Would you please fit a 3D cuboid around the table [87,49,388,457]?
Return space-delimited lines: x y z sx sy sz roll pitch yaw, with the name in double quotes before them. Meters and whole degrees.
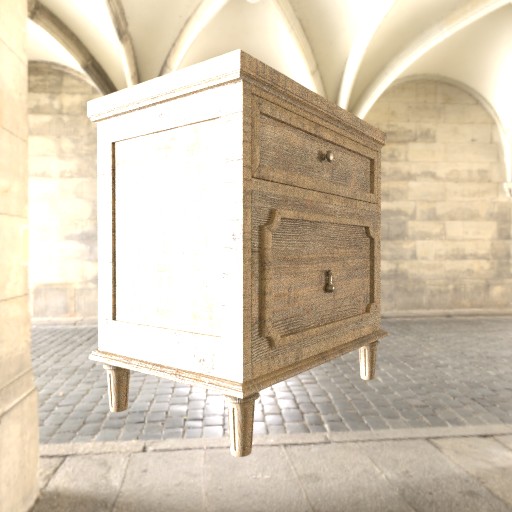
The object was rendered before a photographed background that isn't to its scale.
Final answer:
"table" 0.000 0.000 1.156 0.457 0.711 0.686 1 1 37
